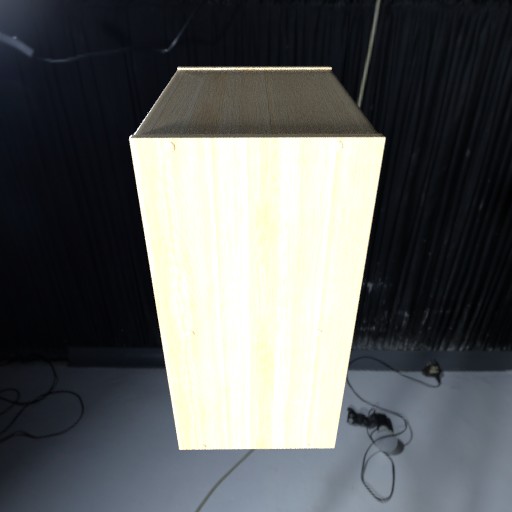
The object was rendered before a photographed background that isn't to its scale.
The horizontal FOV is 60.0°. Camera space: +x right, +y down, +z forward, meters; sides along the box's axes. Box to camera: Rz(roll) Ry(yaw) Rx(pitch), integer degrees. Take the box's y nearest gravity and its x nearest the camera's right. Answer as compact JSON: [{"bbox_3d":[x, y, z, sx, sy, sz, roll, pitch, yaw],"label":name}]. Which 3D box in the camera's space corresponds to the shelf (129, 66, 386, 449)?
[{"bbox_3d":[0.000,0.000,0.834,0.290,0.592,0.414,0,34,-1],"label":"shelf"}]
